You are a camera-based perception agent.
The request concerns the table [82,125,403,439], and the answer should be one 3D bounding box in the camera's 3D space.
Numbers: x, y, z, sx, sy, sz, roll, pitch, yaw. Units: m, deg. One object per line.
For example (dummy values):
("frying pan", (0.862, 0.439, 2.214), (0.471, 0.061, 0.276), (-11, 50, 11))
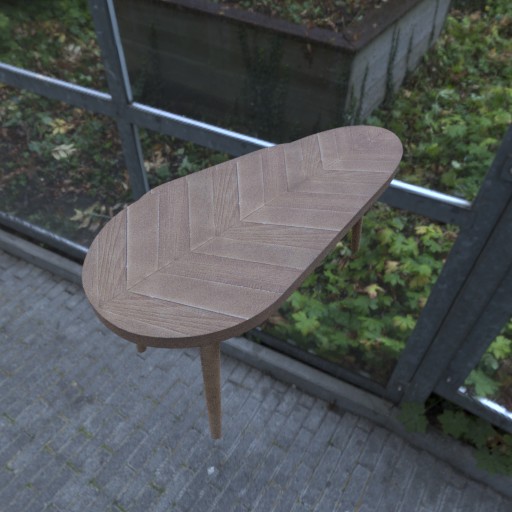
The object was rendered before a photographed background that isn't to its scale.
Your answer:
("table", (0.000, 0.000, 1.593), (1.190, 0.595, 0.701), (-34, 55, -28))
